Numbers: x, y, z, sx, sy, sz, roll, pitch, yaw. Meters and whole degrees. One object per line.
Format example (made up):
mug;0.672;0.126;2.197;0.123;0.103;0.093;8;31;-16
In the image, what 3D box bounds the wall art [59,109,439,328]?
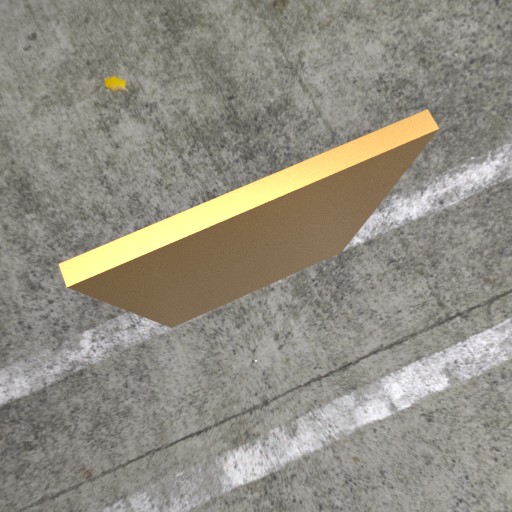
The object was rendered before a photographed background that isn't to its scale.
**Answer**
wall art;0.000;0.000;1.060;0.610;0.812;0.038;-24;78;-5
